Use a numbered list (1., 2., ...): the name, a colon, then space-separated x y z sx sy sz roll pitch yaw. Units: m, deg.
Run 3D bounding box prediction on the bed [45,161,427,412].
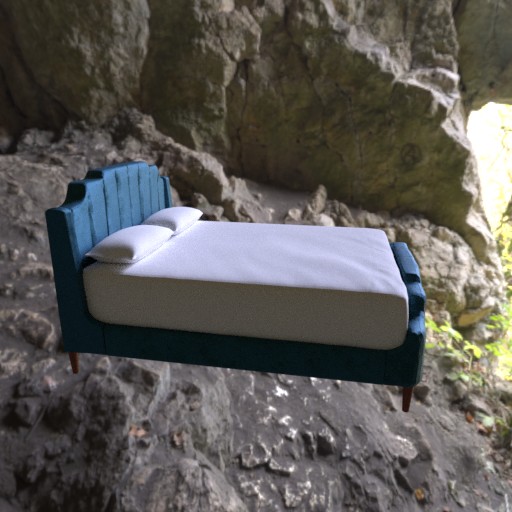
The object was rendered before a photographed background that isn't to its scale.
1. bed: 0.000 0.000 3.402 2.322 1.338 1.678 3 18 11
